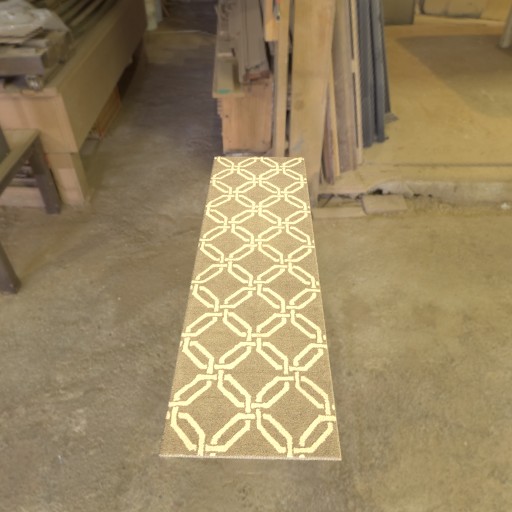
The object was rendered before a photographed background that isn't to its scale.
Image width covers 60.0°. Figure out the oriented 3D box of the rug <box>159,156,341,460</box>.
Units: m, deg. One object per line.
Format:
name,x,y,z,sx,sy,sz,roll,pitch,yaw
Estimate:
rug,0.000,0.000,2.494,0.678,0.014,2.276,1,41,1
